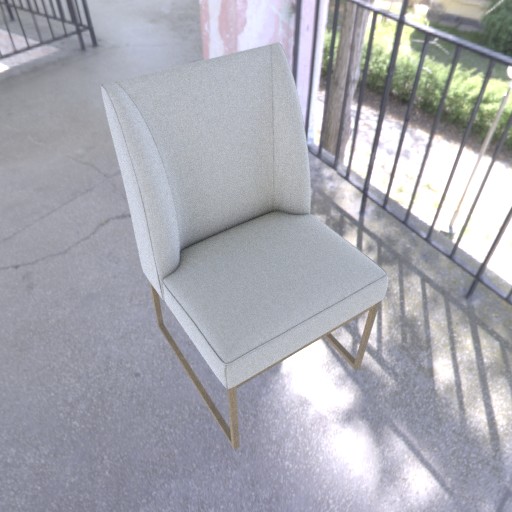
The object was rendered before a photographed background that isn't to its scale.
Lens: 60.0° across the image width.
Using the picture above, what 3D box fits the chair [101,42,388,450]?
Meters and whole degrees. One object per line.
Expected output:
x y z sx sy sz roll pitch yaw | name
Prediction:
0.000 0.000 1.181 0.508 0.863 0.522 -25 49 -23 | chair
